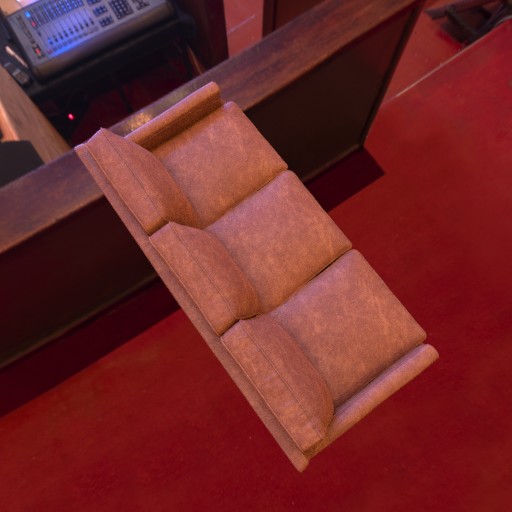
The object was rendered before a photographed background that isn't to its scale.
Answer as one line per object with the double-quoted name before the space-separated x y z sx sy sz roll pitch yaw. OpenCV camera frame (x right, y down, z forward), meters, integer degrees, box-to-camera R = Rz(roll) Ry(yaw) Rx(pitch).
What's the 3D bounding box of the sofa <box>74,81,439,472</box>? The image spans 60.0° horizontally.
"sofa" 0.000 0.000 2.778 1.084 1.003 2.246 -35 78 -9
